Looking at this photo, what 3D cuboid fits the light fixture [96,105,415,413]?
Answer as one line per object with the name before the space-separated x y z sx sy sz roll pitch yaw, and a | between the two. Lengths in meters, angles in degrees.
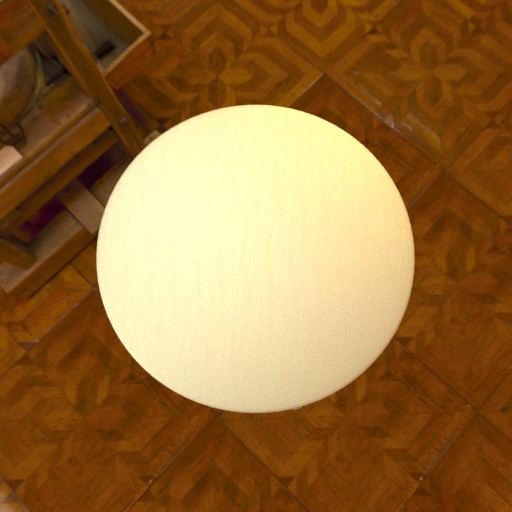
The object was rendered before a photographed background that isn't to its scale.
light fixture | 0.000 0.000 0.542 0.356 0.102 0.356 0 76 0
